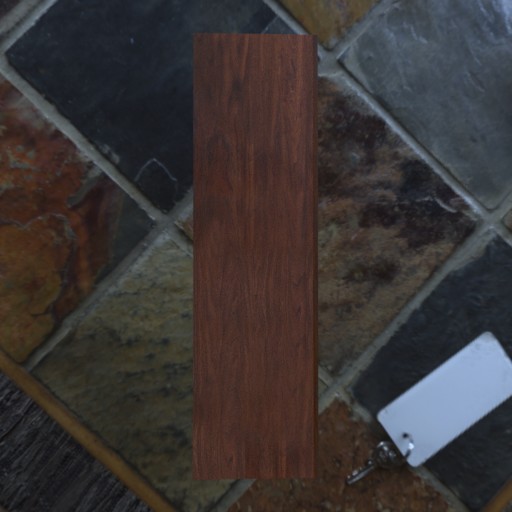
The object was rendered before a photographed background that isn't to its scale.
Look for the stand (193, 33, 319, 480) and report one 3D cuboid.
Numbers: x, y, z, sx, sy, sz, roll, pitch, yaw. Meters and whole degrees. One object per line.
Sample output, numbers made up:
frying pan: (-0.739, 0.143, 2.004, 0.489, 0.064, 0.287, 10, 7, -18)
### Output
stand: (0.000, 0.000, 1.925, 0.481, 0.610, 1.626, 0, 89, -2)
